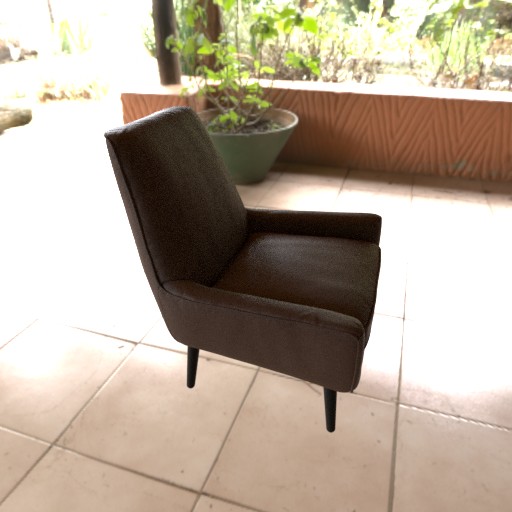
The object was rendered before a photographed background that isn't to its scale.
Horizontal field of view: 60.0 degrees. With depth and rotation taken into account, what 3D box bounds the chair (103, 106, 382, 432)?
[{"bbox_3d":[0.000,0.000,1.511,0.824,0.888,0.787,8,29,15],"label":"chair"}]
